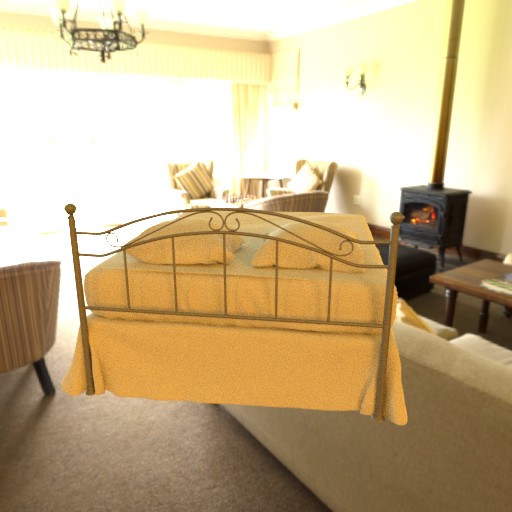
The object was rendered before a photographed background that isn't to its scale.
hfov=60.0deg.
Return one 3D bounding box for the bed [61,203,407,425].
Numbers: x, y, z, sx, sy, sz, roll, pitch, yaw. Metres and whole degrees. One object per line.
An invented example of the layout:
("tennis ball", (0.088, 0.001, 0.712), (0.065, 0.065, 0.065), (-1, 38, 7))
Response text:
("bed", (0.000, 0.000, 3.253), (1.936, 1.080, 2.215), (2, 16, 8))
